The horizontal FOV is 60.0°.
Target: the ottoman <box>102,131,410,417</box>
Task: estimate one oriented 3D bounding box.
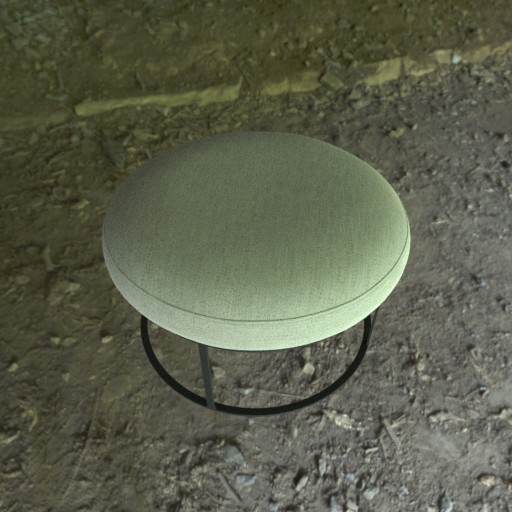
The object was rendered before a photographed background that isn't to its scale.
[{"bbox_3d":[0.000,0.000,1.231,0.769,0.459,0.769,0,43,0],"label":"ottoman"}]
